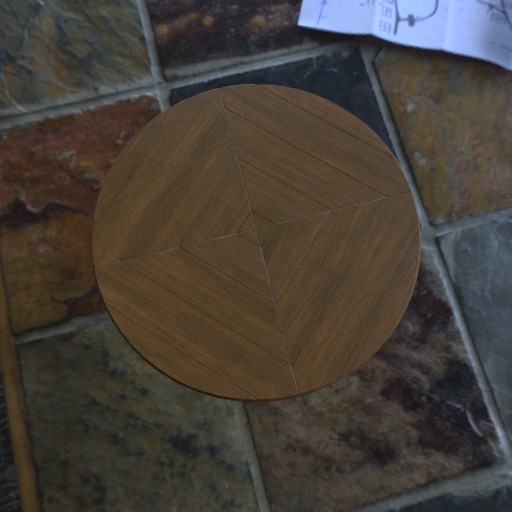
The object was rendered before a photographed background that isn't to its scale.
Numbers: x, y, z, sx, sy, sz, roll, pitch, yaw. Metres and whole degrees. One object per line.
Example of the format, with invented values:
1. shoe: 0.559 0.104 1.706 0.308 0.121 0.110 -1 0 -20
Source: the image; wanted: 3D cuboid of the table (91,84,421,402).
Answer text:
1. table: 0.000 0.000 1.776 1.055 0.757 1.055 0 77 0
